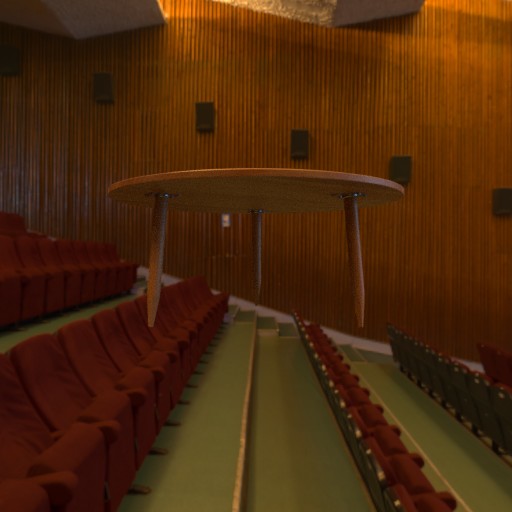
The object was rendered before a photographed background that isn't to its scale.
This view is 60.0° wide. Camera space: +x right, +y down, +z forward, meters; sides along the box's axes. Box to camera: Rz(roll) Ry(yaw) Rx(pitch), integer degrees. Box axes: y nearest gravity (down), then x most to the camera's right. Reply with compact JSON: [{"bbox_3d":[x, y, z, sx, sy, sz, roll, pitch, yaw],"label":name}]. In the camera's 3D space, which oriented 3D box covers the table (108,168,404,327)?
[{"bbox_3d":[0.000,0.000,1.422,0.900,0.400,0.900,0,0,0],"label":"table"}]
